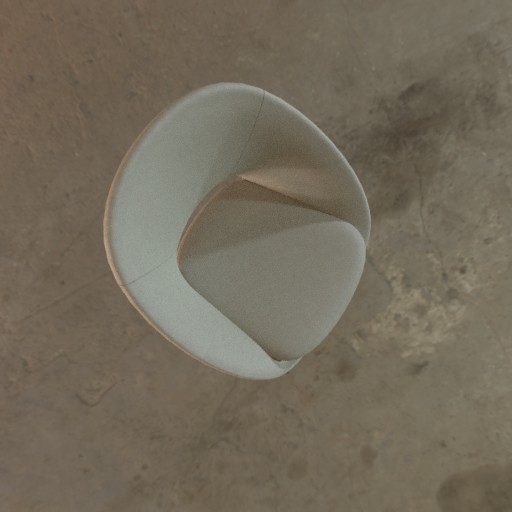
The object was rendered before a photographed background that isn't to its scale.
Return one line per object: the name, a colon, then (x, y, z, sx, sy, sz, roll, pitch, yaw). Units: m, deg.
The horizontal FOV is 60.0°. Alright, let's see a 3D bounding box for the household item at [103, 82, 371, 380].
household item: (0.000, 0.000, 1.253, 0.573, 0.852, 0.623, 32, 79, 7)
